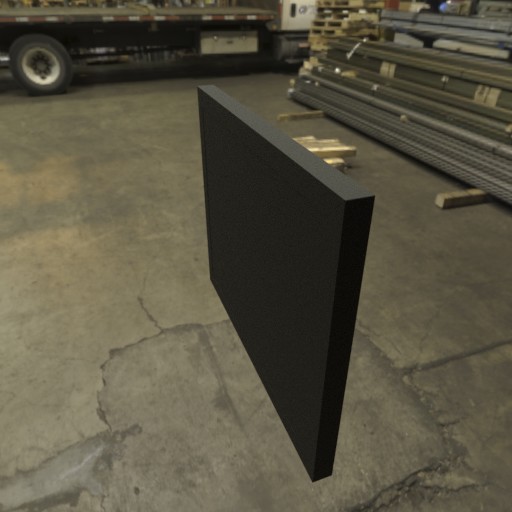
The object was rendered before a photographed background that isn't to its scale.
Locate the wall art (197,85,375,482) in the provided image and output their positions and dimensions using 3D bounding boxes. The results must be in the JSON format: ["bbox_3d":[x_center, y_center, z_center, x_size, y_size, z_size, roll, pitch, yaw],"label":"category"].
[{"bbox_3d":[0.000,0.000,0.549,0.024,0.329,0.404,-11,34,-17],"label":"wall art"}]
